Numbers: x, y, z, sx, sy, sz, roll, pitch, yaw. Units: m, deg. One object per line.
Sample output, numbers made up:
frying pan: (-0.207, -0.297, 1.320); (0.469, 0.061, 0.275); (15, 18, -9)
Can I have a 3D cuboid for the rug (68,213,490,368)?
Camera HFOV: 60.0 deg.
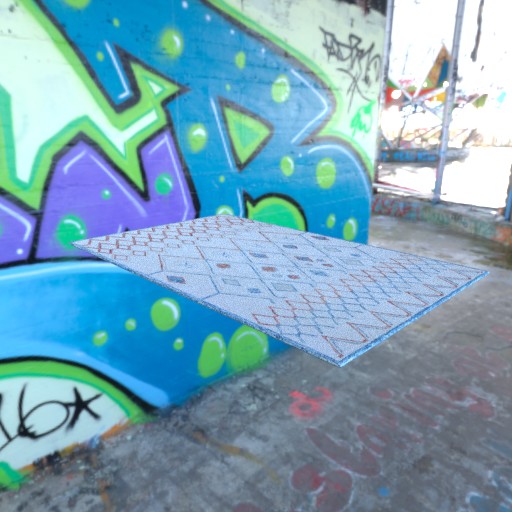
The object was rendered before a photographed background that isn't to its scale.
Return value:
rug: (0.000, 0.000, 2.967); (1.524, 0.015, 2.438); (-16, 23, -42)
